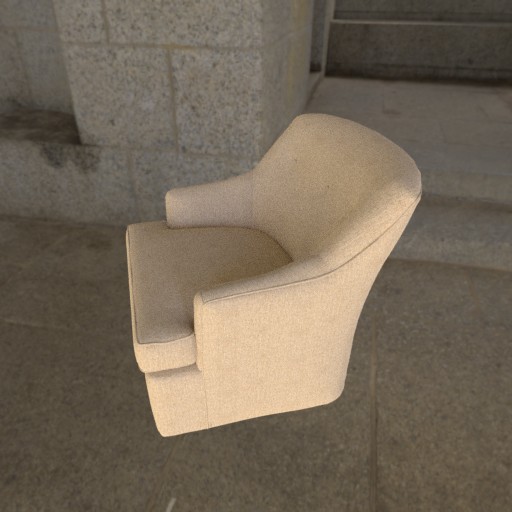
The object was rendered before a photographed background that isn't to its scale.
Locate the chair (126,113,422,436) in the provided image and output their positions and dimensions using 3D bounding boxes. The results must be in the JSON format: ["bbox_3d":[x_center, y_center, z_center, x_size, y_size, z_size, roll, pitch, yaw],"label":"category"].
[{"bbox_3d":[0.000,0.000,1.635,0.923,0.856,0.864,-8,32,-14],"label":"chair"}]
